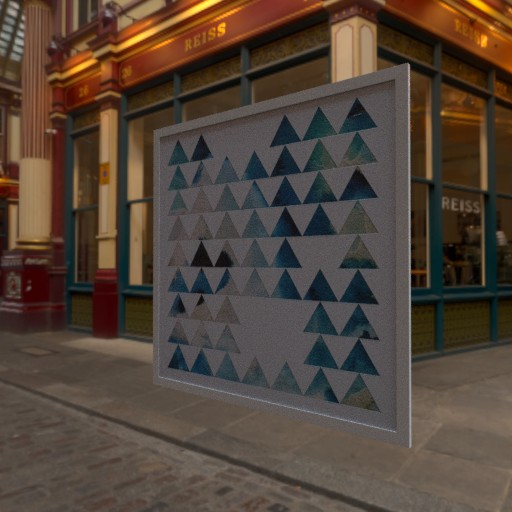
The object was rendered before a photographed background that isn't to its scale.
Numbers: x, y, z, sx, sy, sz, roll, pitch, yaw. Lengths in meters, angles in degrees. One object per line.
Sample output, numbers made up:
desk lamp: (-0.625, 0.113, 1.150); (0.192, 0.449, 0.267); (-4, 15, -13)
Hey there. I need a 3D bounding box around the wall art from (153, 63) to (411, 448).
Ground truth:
wall art: (0.000, 0.000, 0.663); (0.456, 0.456, 0.007); (0, -1, 37)
